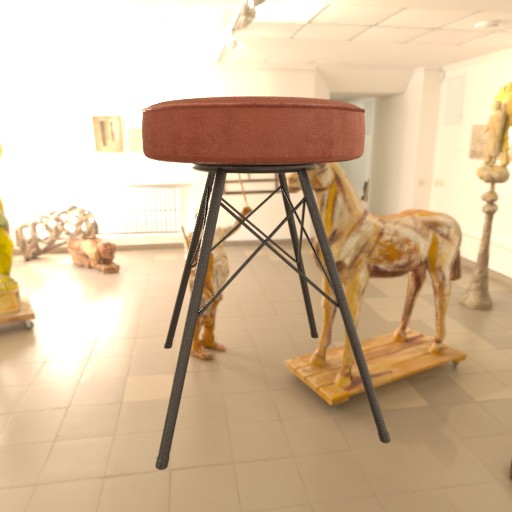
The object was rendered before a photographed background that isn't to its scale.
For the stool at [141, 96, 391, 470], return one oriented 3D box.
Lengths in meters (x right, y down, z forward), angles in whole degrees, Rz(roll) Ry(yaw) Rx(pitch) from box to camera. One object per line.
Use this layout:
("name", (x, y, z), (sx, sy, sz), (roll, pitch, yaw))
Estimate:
("stool", (0.000, 0.000, 0.903), (0.421, 0.593, 0.457), (-2, 15, -9))
